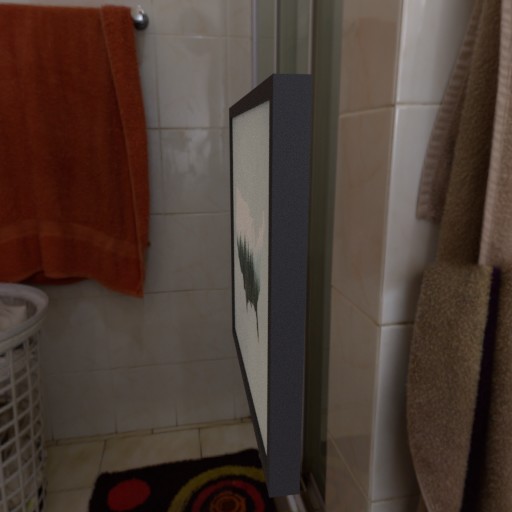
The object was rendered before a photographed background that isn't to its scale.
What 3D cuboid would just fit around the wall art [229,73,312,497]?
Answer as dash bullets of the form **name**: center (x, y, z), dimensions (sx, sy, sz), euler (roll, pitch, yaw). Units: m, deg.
- **wall art**: center (0.000, 0.000, 0.752), dimensions (0.040, 0.509, 0.509), euler (-2, 15, -8)
